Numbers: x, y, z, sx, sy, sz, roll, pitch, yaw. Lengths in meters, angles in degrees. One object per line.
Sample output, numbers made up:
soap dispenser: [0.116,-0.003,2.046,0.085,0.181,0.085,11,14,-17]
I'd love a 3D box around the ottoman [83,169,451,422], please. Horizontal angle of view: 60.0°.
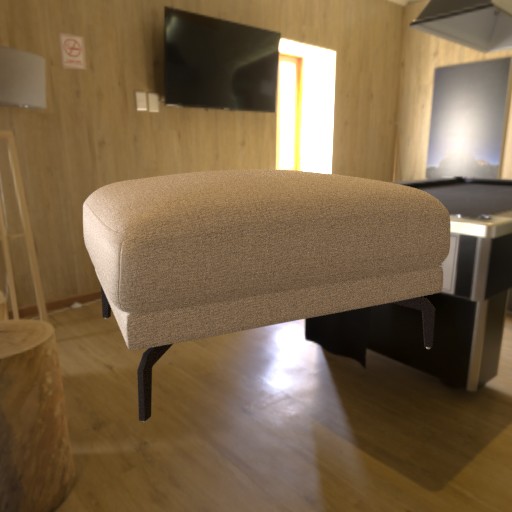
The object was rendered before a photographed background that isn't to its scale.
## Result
ottoman: [0.000,0.000,1.107,0.772,0.420,0.568,-7,16,-24]
